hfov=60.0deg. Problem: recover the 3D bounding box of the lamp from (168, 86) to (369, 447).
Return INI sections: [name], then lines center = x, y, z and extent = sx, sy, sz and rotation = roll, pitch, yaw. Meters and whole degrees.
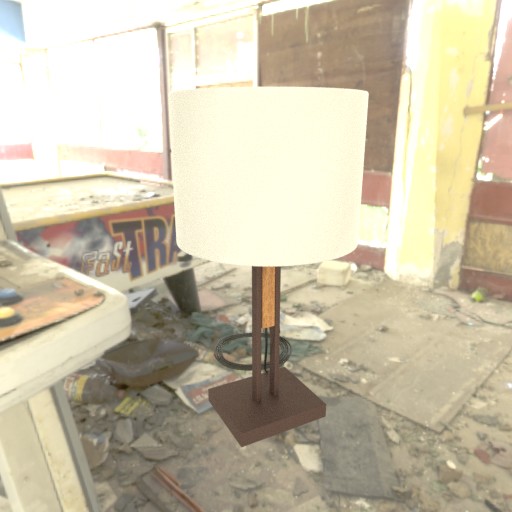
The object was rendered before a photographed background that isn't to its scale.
[lamp]
center = 0.000, 0.000, 0.982
extent = 0.396, 0.668, 0.525
rotation = -9, 19, -27
